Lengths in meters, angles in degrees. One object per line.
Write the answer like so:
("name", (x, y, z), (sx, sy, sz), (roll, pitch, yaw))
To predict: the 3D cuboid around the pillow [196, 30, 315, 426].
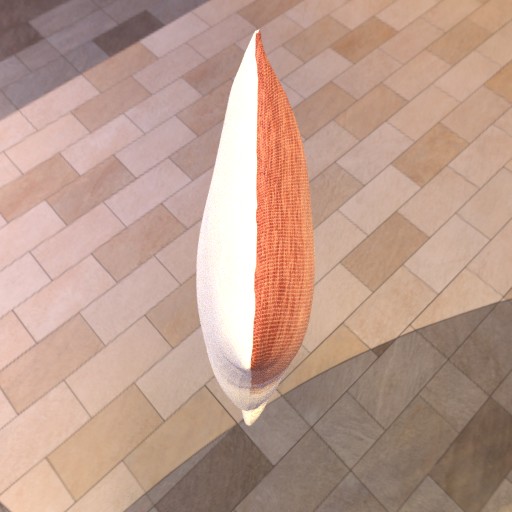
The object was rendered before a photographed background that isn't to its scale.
("pillow", (0.000, 0.000, 0.661), (0.182, 0.441, 0.440), (1, 64, 0))
